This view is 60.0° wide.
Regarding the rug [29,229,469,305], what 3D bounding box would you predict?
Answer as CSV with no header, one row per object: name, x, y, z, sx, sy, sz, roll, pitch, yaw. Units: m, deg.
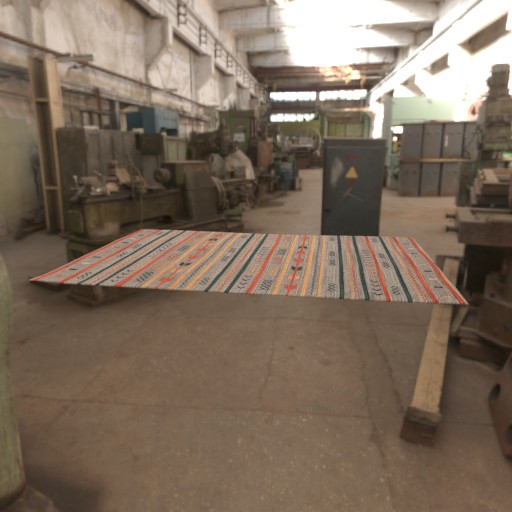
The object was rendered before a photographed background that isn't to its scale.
rug,0.000,0.000,2.393,1.835,0.017,1.220,2,15,9
